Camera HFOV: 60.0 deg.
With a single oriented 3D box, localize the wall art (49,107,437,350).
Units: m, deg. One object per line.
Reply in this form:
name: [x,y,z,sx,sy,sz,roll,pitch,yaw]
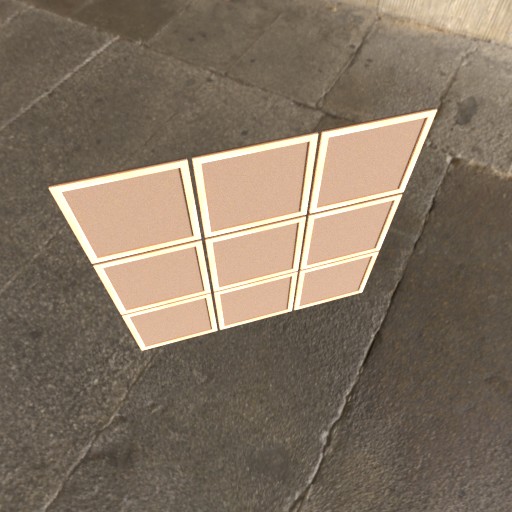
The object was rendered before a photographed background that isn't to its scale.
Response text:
wall art: [0.000,0.000,1.849,1.216,1.218,0.013,-14,58,-9]
